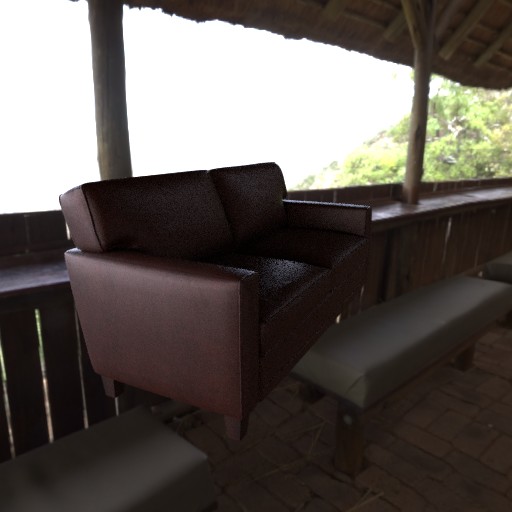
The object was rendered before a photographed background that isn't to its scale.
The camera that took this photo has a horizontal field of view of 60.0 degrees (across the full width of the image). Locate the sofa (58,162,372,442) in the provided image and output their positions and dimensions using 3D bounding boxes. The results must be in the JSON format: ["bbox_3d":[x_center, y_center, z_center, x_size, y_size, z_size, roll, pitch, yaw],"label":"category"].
[{"bbox_3d":[0.000,0.000,2.436,0.912,0.928,1.876,8,17,26],"label":"sofa"}]
